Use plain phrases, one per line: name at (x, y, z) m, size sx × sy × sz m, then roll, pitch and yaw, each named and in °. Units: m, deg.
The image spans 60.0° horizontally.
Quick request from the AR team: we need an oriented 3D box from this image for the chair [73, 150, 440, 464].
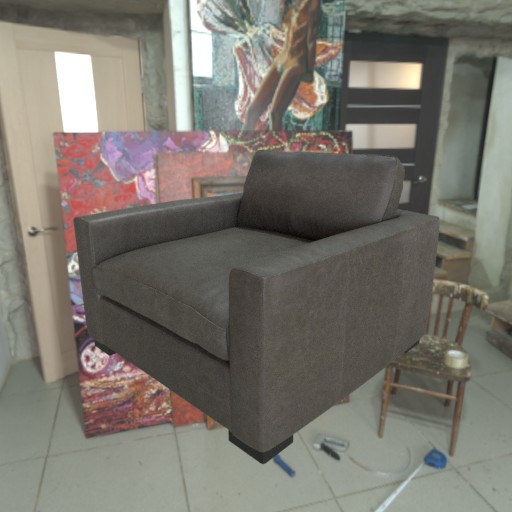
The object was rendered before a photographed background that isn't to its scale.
chair at (0.000, 0.000, 1.822) m, size 1.106 × 0.807 × 1.080 m, roll 16°, pitch 23°, yaw 42°
